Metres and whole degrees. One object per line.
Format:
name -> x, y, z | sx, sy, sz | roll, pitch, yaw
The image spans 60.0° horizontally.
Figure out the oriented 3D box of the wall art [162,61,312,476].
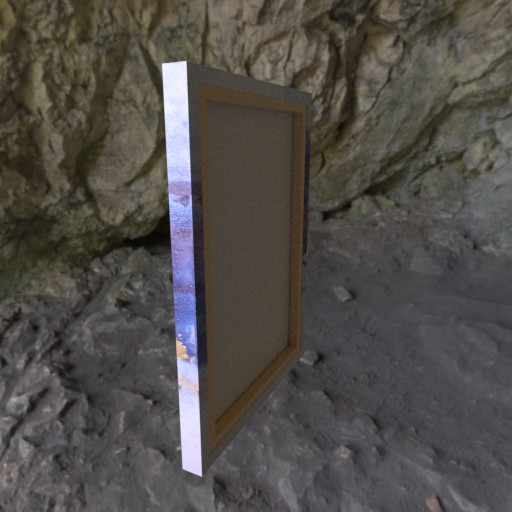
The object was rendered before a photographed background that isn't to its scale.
wall art -> 0.000, 0.000, 0.790 | 0.036, 0.581, 0.437 | 7, 17, 25
